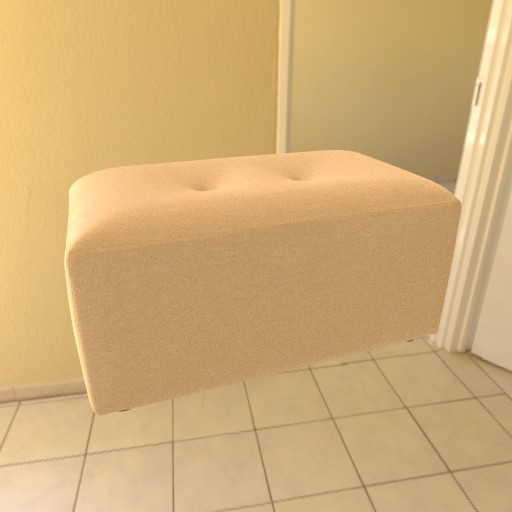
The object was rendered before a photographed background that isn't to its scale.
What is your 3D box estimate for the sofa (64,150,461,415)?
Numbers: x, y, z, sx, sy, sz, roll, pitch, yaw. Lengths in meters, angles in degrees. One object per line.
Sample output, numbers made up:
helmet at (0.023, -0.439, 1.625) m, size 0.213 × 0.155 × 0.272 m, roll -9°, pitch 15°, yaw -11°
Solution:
sofa at (0.000, 0.000, 1.210) m, size 0.930 × 0.470 × 0.480 m, roll -9°, pitch 27°, yaw -18°
